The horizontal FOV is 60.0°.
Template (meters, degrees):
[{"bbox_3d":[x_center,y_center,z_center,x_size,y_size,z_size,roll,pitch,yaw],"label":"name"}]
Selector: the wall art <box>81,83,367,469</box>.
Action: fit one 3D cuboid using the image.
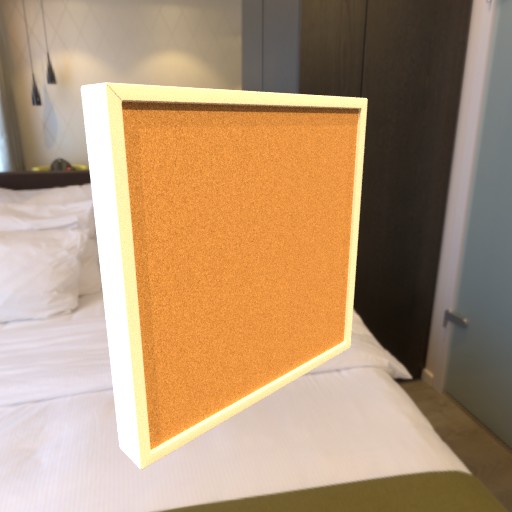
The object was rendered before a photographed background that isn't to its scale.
[{"bbox_3d":[0.000,0.000,0.442,0.305,0.305,0.038,-16,23,-42],"label":"wall art"}]
